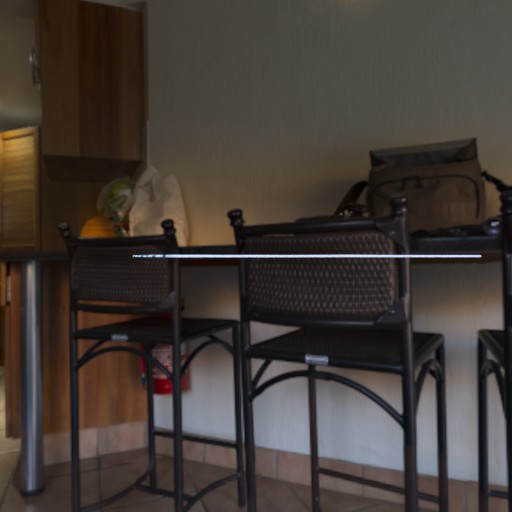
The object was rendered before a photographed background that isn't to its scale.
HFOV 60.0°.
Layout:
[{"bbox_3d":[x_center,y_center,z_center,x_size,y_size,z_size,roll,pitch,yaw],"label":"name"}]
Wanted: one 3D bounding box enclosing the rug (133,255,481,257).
[{"bbox_3d":[0.000,0.000,3.089,1.521,0.015,2.436,0,0,-19],"label":"rug"}]
